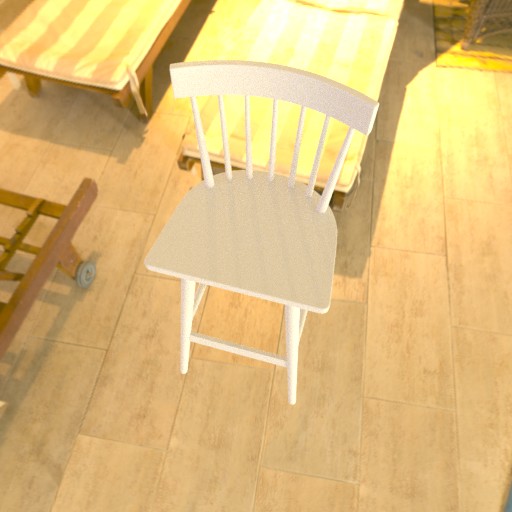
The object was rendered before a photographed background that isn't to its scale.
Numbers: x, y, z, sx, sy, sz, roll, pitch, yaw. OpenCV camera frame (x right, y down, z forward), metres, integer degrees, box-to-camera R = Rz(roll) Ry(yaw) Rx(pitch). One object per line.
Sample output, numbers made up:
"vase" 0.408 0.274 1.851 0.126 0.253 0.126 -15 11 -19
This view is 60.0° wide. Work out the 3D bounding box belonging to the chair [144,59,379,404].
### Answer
"chair" 0.000 0.000 1.377 0.483 1.092 0.572 14 61 8
